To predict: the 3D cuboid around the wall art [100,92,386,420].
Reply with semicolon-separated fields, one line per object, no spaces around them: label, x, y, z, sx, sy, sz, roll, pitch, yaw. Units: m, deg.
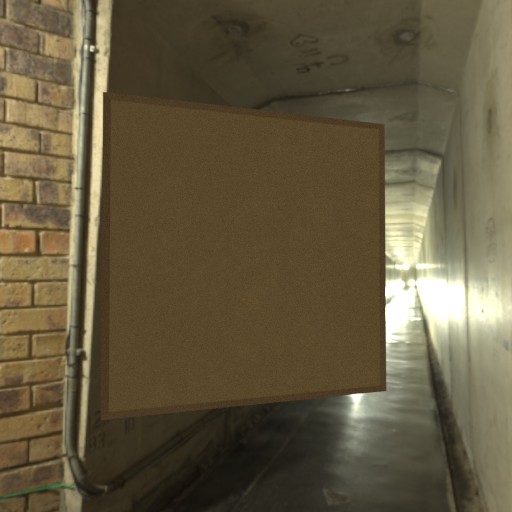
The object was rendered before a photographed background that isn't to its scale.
wall art;0.000;0.000;1.160;0.761;0.758;0.038;0;-1;-18
